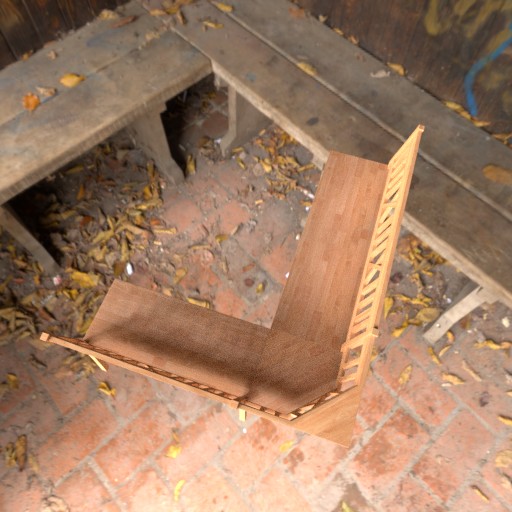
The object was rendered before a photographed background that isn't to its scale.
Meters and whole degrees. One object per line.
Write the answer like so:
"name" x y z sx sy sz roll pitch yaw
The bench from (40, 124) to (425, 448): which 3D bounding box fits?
"bench" 0.000 0.000 2.829 1.537 0.902 1.937 17 65 8
